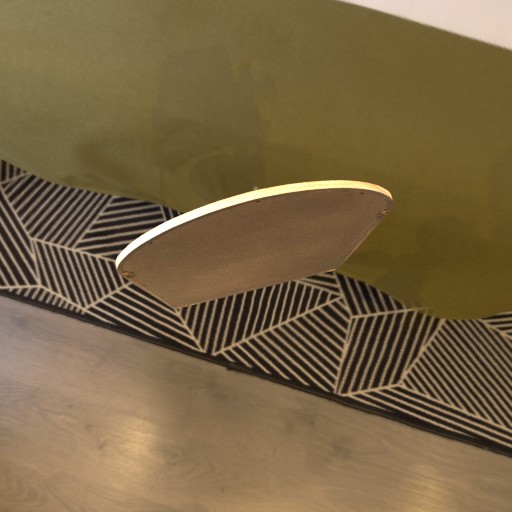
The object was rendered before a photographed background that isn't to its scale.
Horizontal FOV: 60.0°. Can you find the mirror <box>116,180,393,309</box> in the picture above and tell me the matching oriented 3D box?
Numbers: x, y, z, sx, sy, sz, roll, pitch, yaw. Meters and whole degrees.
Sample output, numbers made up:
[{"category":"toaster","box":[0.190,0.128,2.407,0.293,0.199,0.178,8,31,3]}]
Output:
[{"category":"mirror","box":[0.000,0.000,1.159,0.609,0.915,0.032,-14,77,-3]}]
